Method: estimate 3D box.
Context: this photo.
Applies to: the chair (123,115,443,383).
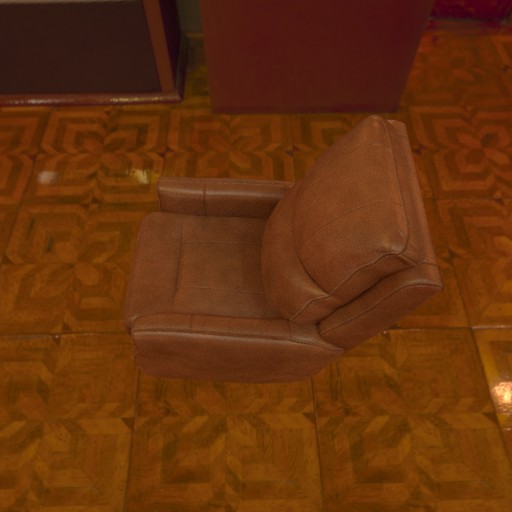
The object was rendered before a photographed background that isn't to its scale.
[{"bbox_3d":[0.000,0.000,1.773,1.072,1.016,0.821,1,58,1],"label":"chair"}]
